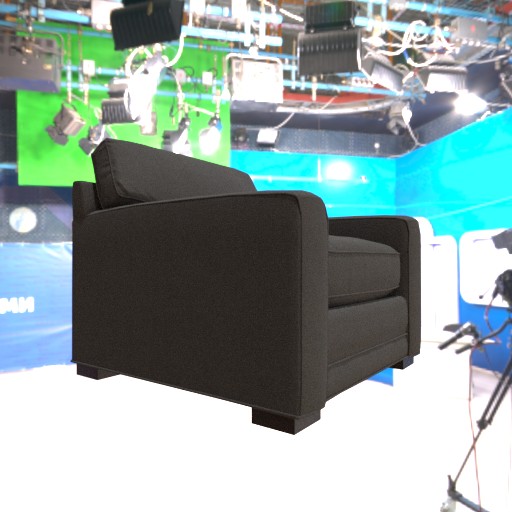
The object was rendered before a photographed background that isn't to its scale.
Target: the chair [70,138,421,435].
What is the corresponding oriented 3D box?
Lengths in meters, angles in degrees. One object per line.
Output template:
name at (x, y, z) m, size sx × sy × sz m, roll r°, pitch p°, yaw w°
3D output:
chair at (0.000, 0.000, 1.787) m, size 1.043 × 0.913 × 0.997 m, roll 0°, pitch -1°, yaw 37°
